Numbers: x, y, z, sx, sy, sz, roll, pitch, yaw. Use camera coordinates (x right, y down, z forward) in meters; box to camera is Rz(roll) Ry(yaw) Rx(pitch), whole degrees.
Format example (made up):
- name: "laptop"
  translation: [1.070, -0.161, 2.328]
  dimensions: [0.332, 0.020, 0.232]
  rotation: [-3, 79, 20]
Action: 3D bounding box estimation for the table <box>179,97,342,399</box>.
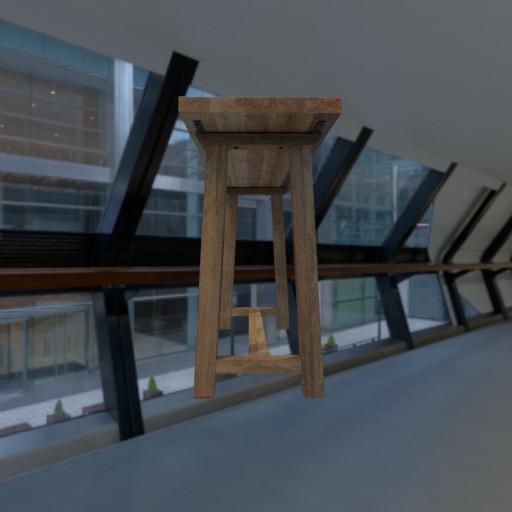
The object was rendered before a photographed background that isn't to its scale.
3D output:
- name: "table"
  translation: [0.000, 0.000, 1.868]
  dimensions: [0.405, 0.810, 1.524]
  rotation: [0, 1, -1]
